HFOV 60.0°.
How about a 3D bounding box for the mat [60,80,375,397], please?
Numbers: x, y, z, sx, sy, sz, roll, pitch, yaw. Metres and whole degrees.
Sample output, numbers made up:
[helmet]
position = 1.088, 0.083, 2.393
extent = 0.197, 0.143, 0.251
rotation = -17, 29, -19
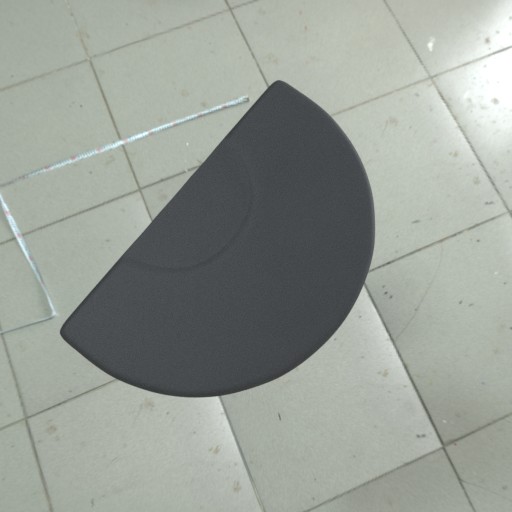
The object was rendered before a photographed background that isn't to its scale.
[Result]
[mat]
position = 0.000, 0.000, 1.901
extent = 0.917, 0.016, 1.525
rotation = 37, 79, 8
